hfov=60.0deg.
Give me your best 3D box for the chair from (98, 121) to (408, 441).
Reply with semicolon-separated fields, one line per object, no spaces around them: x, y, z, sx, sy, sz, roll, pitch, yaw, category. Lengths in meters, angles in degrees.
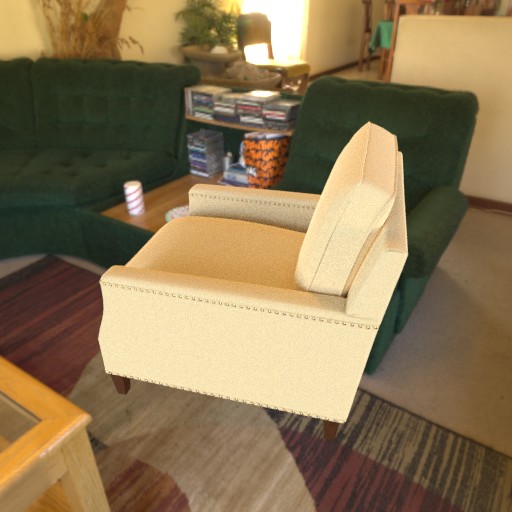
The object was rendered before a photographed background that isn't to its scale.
0.000;0.000;1.738;1.014;0.943;0.853;8;32;13;chair
